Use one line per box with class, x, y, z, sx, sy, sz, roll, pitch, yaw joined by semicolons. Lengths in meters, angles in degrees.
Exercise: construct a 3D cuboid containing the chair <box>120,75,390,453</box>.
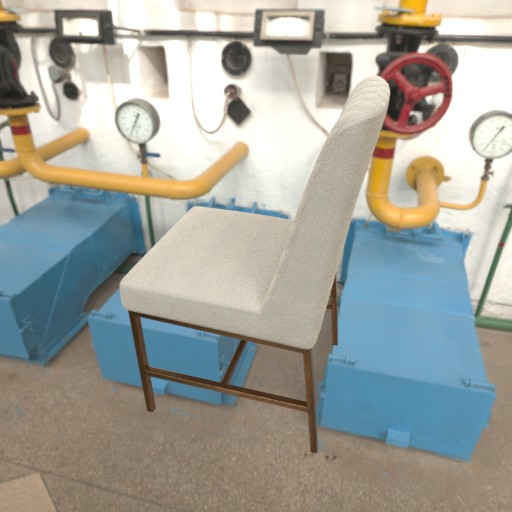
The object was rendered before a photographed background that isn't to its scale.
chair;0.000;0.000;1.253;0.597;0.933;0.503;8;32;14
